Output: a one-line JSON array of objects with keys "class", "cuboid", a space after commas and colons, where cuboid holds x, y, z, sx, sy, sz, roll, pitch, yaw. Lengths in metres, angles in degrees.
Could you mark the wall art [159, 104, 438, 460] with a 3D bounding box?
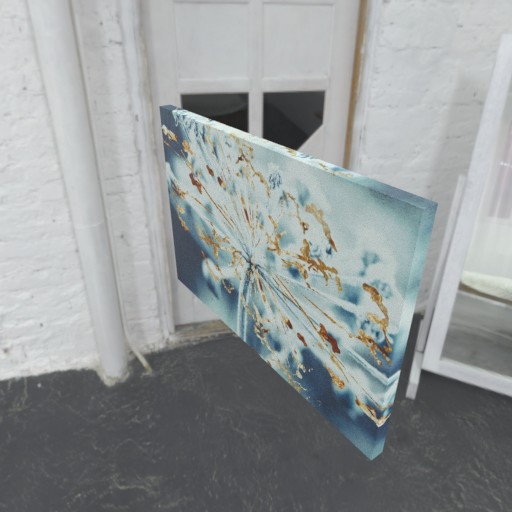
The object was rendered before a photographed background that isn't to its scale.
[{"class": "wall art", "cuboid": [0.000, 0.000, 1.155, 0.038, 0.608, 0.912, -20, 36, -31]}]
